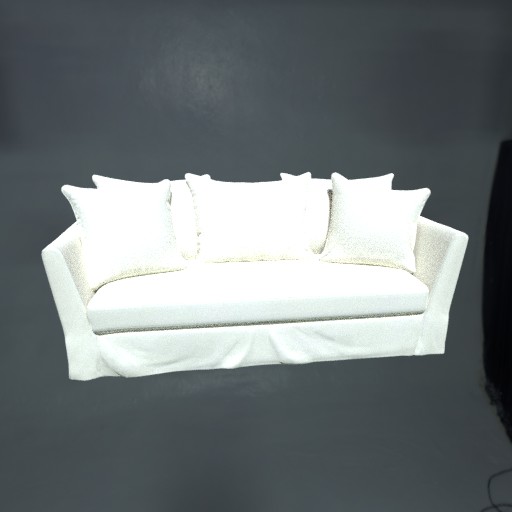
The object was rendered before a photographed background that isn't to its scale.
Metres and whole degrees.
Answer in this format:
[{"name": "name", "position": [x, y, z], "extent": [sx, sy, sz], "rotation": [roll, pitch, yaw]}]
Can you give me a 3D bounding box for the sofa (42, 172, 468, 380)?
[{"name": "sofa", "position": [0.000, 0.000, 2.864], "extent": [2.290, 1.034, 1.031], "rotation": [-2, 17, -7]}]
